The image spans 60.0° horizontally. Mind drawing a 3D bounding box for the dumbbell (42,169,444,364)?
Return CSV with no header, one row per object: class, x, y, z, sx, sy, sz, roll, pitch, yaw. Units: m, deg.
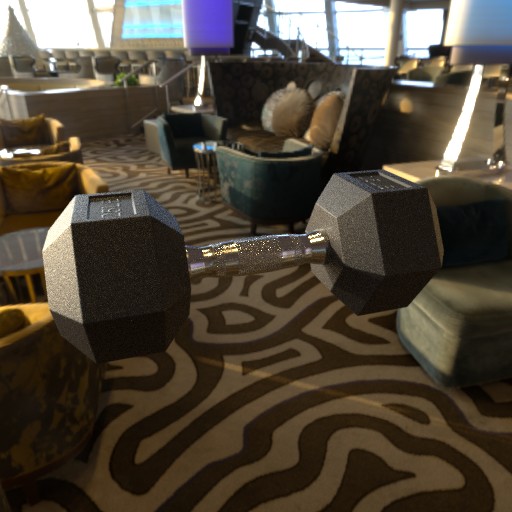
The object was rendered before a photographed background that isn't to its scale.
dumbbell,0.000,0.000,0.373,0.315,0.113,0.129,-8,26,-16
